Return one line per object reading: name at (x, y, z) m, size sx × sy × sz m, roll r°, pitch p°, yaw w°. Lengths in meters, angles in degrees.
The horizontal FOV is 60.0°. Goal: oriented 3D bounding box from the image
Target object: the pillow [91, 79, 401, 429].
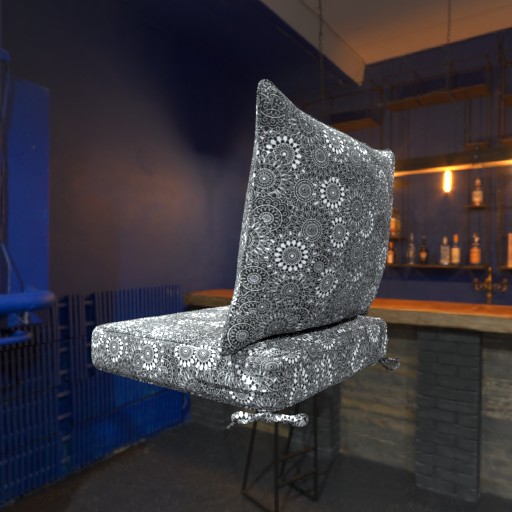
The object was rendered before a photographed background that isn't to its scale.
pillow at (0.000, 0.000, 1.355) m, size 0.740 × 0.722 × 0.798 m, roll 0°, pitch 0°, yaw 36°
